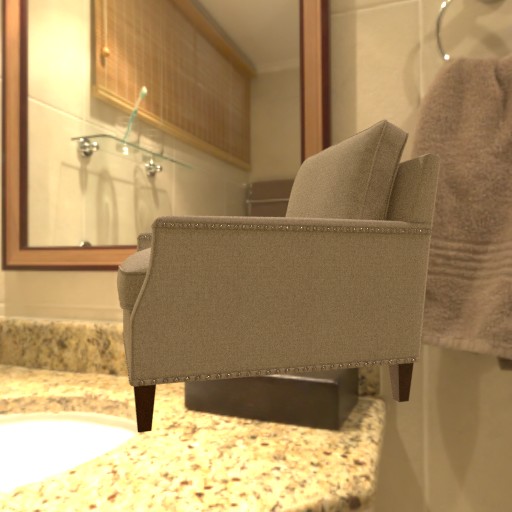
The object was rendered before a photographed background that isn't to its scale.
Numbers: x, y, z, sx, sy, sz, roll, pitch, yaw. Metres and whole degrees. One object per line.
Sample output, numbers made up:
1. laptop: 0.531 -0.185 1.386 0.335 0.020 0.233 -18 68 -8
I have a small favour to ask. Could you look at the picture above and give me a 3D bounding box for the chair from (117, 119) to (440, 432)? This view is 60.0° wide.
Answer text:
1. chair: 0.000 0.000 1.696 1.014 0.943 0.853 0 0 -18
